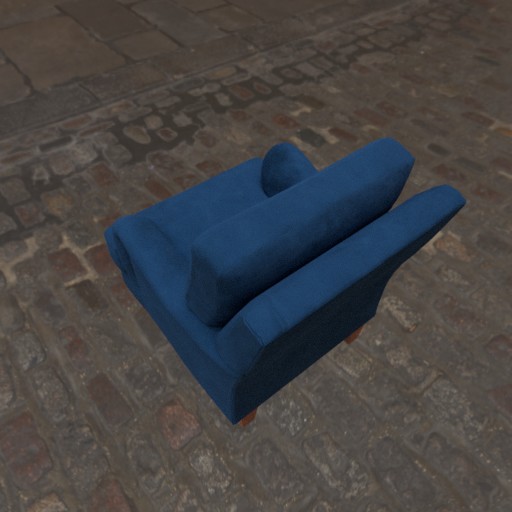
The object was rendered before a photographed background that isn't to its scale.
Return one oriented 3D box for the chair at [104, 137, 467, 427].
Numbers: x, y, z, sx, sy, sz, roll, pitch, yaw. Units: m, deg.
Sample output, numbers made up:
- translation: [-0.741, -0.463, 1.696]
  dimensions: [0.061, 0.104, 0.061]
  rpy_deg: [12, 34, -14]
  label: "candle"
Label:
- translation: [0.000, 0.000, 1.808]
  dimensions: [0.895, 1.076, 1.078]
  rpy_deg: [-31, 55, -25]
  label: "chair"
